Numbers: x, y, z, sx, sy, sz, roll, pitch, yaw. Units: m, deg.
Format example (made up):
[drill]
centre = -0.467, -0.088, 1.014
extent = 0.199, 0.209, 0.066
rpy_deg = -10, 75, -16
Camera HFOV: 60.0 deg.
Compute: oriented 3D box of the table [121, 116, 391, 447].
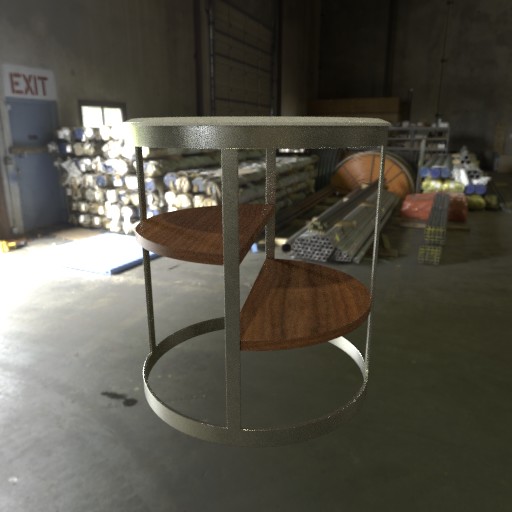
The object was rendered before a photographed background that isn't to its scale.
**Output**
[table]
centre = 0.000, 0.000, 0.758
extent = 0.407, 0.447, 0.407
rpy_deg = 0, 16, 0
